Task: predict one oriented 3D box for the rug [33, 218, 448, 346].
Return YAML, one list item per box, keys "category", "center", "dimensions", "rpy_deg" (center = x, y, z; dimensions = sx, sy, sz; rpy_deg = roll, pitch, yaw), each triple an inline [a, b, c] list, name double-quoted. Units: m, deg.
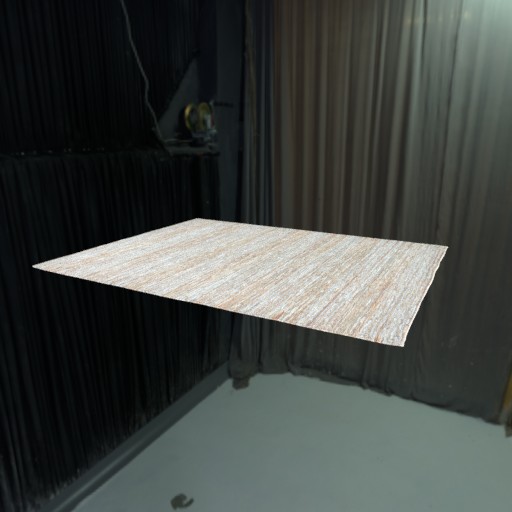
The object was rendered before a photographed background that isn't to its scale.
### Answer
- category: "rug"
  center: [0.000, 0.000, 3.903]
  dimensions: [2.939, 0.009, 2.313]
  rpy_deg: [8, 18, 27]
